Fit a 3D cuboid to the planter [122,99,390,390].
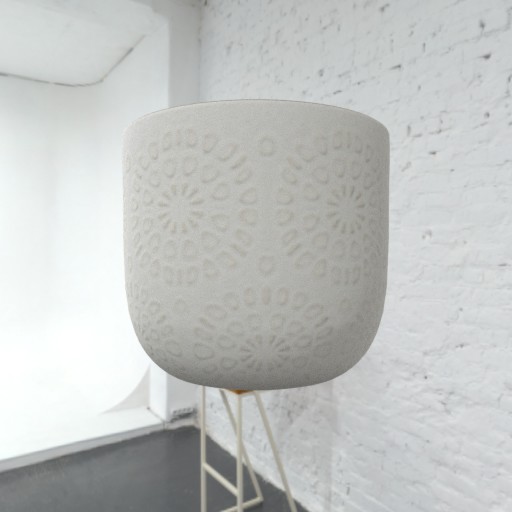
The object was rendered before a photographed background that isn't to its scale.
[{"bbox_3d":[0.000,0.000,0.215,0.124,0.109,0.124,0,0,0],"label":"planter"}]
